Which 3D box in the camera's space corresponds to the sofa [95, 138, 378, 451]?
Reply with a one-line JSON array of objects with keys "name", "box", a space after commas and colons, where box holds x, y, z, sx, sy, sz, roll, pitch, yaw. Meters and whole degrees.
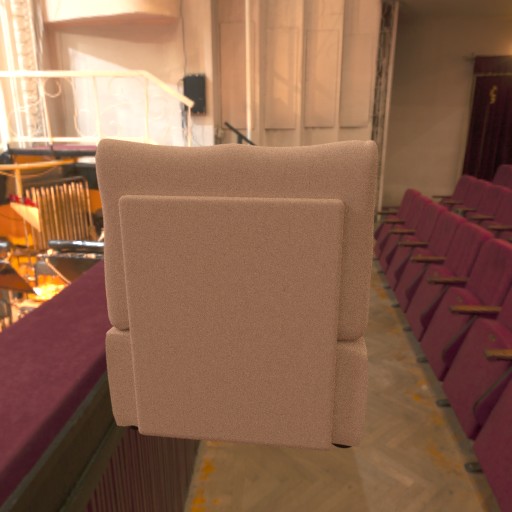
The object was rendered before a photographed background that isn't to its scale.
[{"name": "sofa", "box": [0.000, 0.000, 1.567, 0.700, 0.820, 1.000, 2, 16, 7]}]
